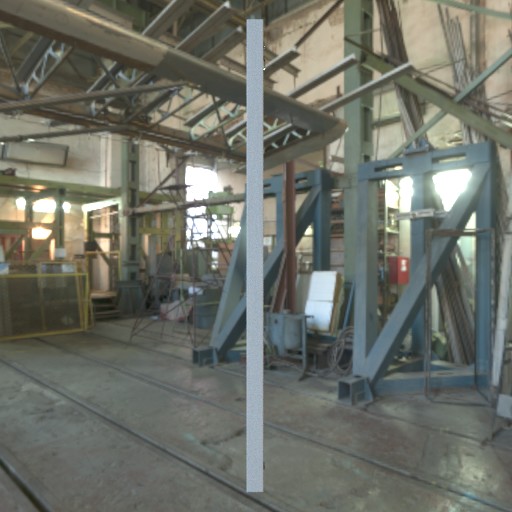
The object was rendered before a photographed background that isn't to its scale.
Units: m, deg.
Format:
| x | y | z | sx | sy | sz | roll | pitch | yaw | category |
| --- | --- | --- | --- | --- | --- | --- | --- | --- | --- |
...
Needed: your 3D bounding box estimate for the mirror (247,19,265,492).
| x | y | z | sx | sy | sz | roll | pitch | yaw | category |
| --- | --- | --- | --- | --- | --- | --- | --- | --- | --- |
| 0.000 | 0.000 | 1.333 | 0.040 | 1.016 | 0.762 | 0 | 0 | 0 | mirror |
